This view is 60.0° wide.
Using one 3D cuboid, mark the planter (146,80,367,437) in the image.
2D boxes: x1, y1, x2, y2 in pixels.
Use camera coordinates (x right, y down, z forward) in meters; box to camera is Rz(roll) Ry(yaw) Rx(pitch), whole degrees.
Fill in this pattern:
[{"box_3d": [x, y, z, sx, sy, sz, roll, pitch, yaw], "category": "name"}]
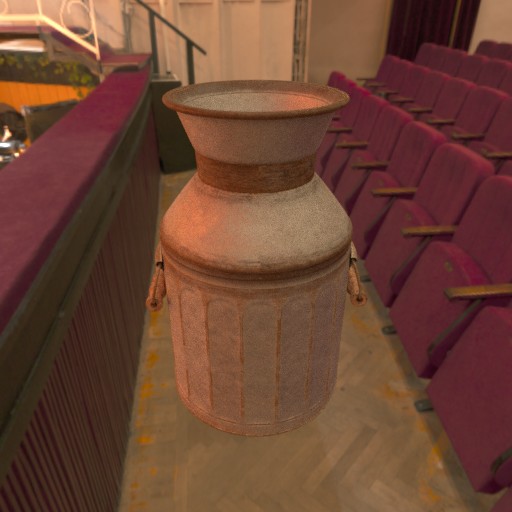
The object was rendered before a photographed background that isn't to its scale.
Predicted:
[{"box_3d": [0.000, 0.000, 0.512, 0.248, 0.358, 0.215, -1, 30, -2], "category": "planter"}]
